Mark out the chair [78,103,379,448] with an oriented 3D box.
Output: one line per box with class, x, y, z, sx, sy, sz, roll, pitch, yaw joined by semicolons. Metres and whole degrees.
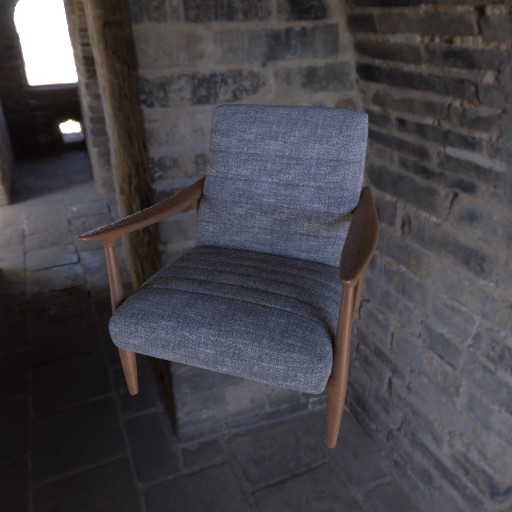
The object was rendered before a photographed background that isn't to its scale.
chair;0.000;0.000;1.434;0.741;0.832;0.798;9;29;16
